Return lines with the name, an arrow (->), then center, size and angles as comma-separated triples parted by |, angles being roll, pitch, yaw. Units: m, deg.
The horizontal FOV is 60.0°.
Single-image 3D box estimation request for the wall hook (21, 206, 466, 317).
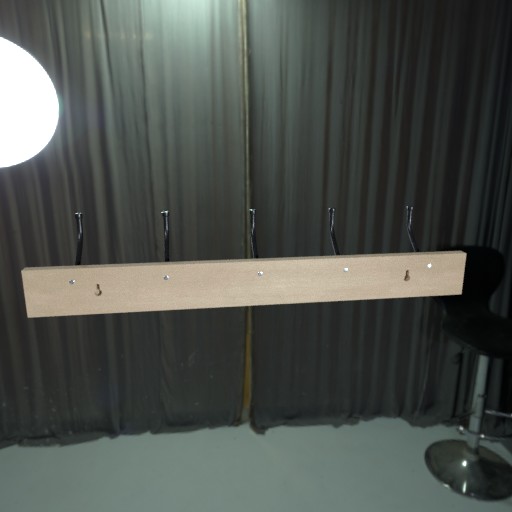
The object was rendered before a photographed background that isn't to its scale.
wall hook -> 0.000, 0.000, 0.599 | 0.571, 0.117, 0.071 | -2, 15, -8
